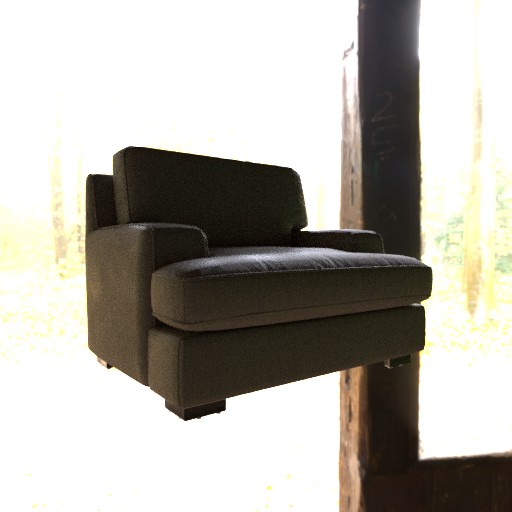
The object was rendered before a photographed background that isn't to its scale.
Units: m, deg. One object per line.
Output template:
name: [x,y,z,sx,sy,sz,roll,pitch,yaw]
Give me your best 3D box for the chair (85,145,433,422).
chair: [0.000,0.000,1.975,1.270,0.974,1.043,-1,2,-37]
